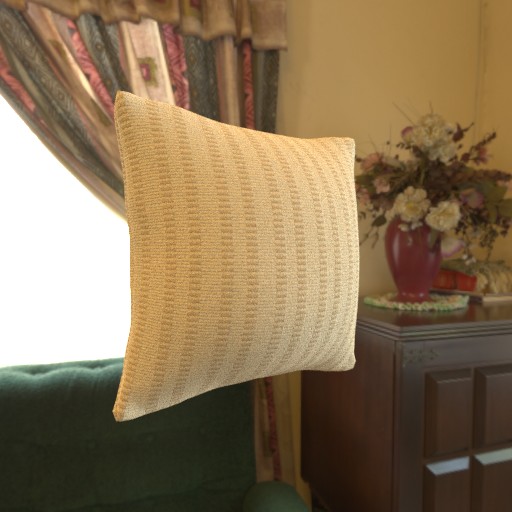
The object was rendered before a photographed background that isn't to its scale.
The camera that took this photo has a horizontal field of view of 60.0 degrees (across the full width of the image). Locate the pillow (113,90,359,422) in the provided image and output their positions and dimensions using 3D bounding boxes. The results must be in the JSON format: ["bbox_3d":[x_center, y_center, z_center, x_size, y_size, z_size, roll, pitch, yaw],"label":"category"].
[{"bbox_3d":[0.000,0.000,0.682,0.438,0.419,0.247,-1,1,-36],"label":"pillow"}]
